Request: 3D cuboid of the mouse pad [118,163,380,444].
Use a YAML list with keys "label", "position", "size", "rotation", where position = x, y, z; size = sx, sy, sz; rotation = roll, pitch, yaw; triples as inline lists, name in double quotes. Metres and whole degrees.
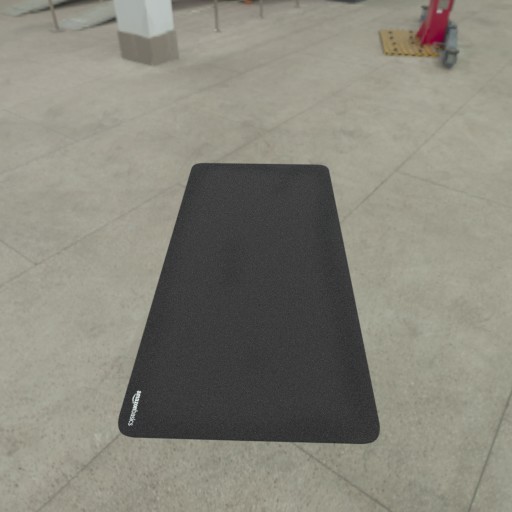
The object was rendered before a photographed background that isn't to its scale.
- label: "mouse pad"
  position: [0.000, 0.000, 1.042]
  size: [0.424, 0.003, 0.907]
  rotation: [1, 40, 1]
